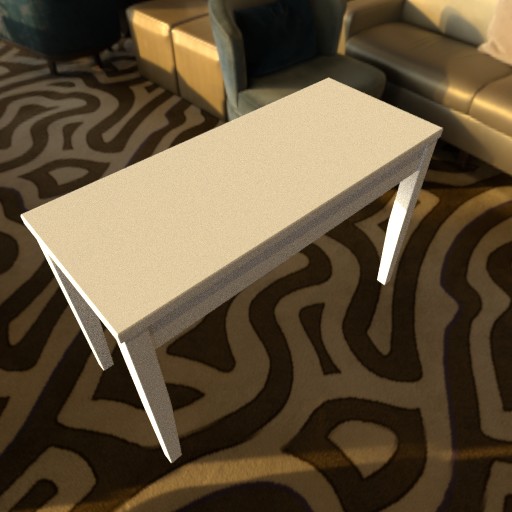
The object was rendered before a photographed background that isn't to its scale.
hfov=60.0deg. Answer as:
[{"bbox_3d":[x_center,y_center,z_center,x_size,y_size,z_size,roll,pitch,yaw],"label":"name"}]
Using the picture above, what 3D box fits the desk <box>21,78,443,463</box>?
[{"bbox_3d":[0.000,0.000,1.601,1.220,0.775,0.508,-33,55,-27],"label":"desk"}]
